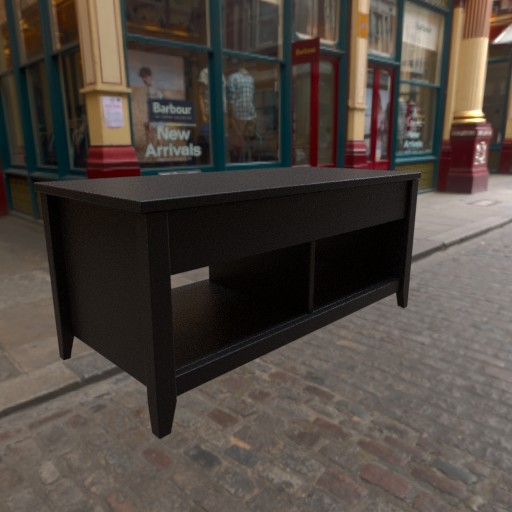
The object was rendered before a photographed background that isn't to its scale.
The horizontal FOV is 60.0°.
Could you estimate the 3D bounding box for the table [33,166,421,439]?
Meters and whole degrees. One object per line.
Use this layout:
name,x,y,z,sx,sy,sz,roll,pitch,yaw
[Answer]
table,0.000,0.000,1.292,1.016,0.457,0.483,-14,20,-43
